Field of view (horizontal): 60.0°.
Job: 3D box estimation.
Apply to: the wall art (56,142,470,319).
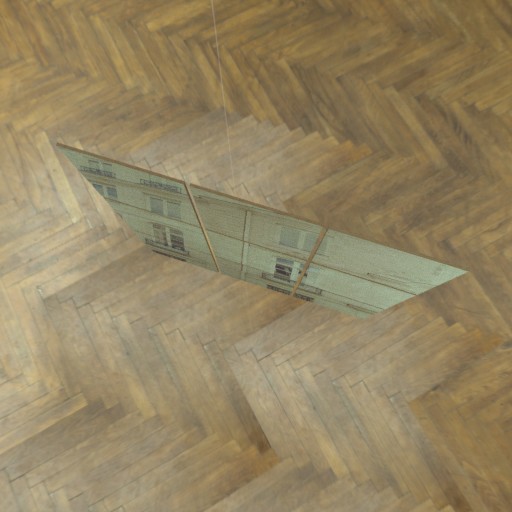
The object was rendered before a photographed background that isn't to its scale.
[{"bbox_3d":[0.000,0.000,2.298,1.526,1.522,0.023,17,77,4],"label":"wall art"}]
